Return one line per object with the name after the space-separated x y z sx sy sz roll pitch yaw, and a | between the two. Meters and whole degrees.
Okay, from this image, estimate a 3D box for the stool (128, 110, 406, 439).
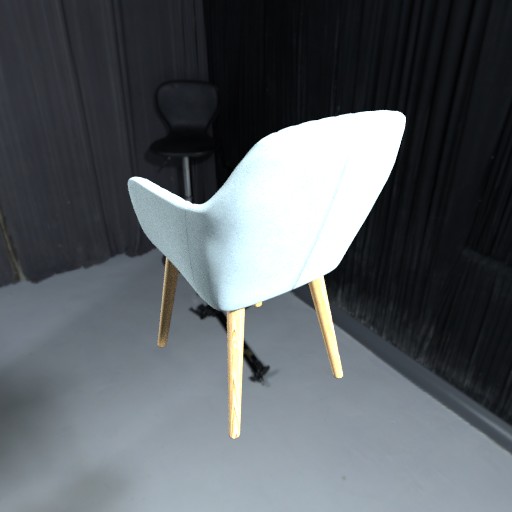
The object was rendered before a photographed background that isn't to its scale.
0.000 0.000 1.188 0.503 0.830 0.590 -19 35 -30 | stool
